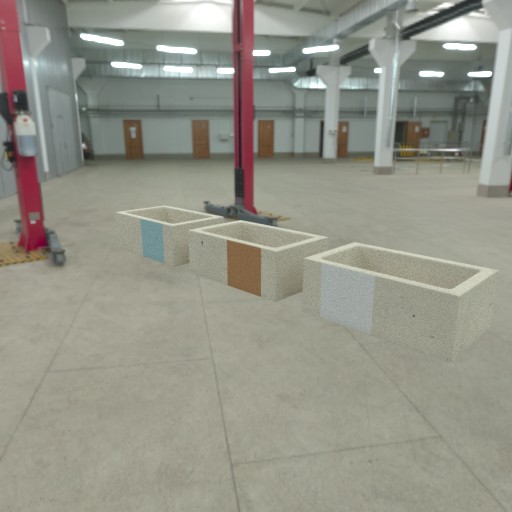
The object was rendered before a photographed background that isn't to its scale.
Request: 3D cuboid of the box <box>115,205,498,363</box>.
[{"bbox_3d":[0.000,0.000,0.487,0.461,0.051,0.082,15,21,42],"label":"box"}]
